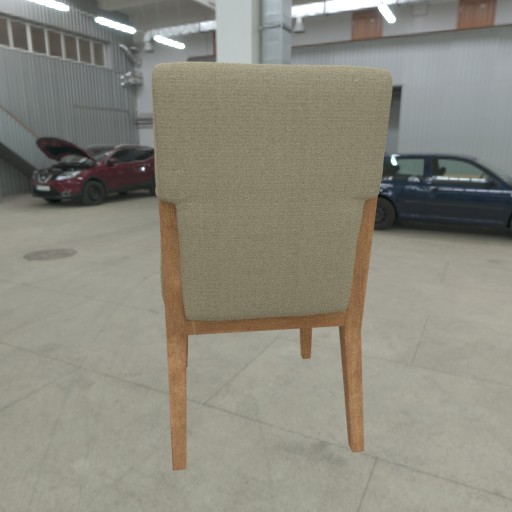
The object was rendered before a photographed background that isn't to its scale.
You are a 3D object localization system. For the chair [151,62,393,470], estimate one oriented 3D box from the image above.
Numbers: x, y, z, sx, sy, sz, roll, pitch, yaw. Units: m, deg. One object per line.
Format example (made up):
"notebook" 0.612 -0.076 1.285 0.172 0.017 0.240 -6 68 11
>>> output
"chair" 0.000 0.000 1.236 0.507 0.911 0.586 -2 14 -8
